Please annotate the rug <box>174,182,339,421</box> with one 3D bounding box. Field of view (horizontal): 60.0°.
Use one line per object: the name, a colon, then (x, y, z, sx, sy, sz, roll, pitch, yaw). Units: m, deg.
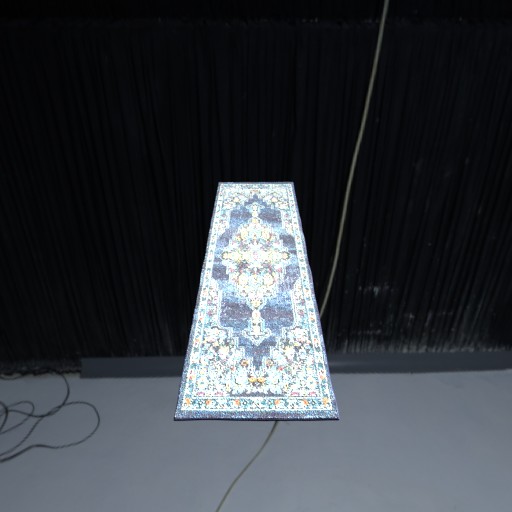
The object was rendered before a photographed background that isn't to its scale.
rug: (0.000, 0.000, 2.567, 0.602, 0.016, 2.283, 0, 31, 0)
